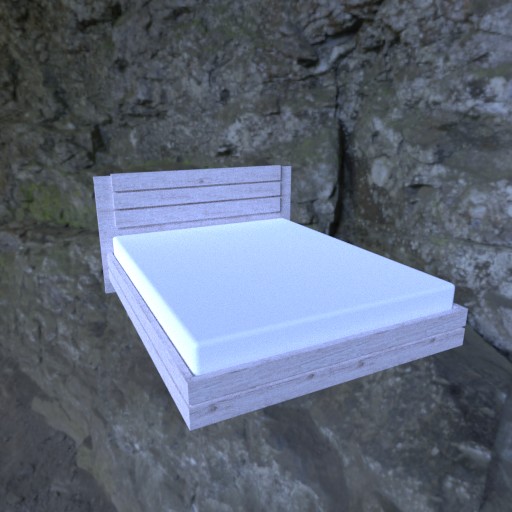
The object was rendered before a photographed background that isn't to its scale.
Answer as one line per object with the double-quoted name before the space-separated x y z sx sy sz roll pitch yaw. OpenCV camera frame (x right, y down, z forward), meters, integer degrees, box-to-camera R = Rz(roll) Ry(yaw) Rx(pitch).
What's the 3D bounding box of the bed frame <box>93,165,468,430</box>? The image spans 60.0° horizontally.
"bed frame" 0.000 0.000 3.022 1.750 0.970 2.080 -8 19 -25
